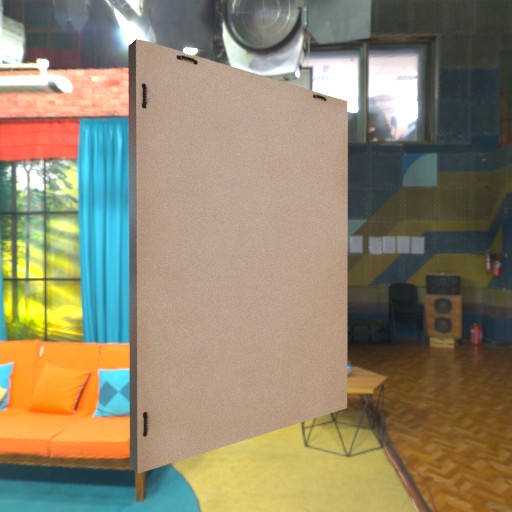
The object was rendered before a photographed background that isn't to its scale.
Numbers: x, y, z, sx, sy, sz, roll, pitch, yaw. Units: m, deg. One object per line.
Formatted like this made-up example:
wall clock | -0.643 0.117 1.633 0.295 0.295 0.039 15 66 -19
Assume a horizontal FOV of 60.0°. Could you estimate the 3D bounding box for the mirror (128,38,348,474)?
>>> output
mirror | 0.000 0.000 0.885 0.507 0.710 0.039 -1 1 -37
